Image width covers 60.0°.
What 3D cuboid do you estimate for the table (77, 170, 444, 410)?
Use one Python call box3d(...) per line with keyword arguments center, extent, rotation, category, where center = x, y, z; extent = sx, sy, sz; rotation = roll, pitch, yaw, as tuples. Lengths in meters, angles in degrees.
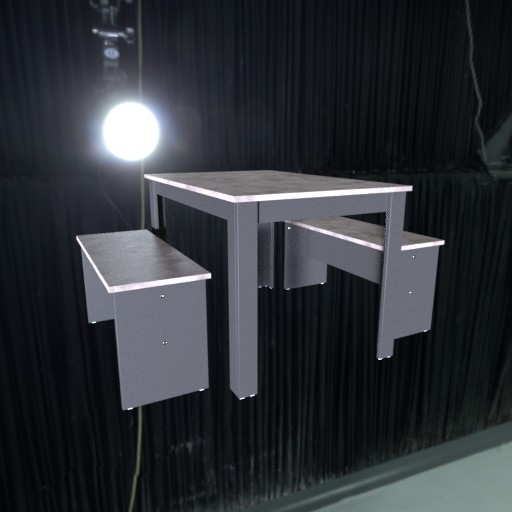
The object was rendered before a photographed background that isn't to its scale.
box3d(center=(0.000, 0.000, 2.043), extent=(1.443, 0.700, 1.100), rotation=(-7, 16, -26), category="table")
